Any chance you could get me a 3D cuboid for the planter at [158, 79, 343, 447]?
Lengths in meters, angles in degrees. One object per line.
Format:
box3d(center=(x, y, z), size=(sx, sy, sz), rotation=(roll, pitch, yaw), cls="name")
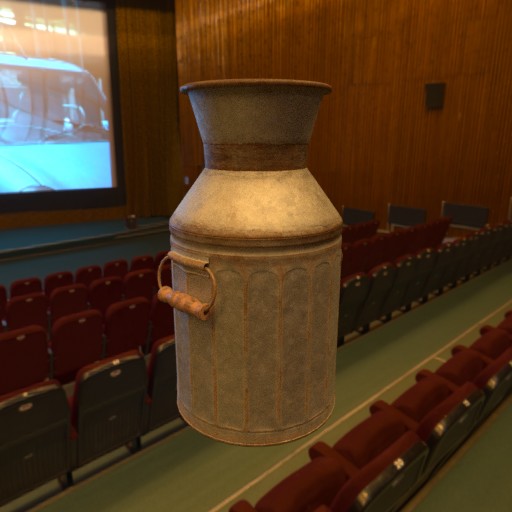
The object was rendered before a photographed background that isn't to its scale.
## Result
box3d(center=(0.000, 0.000, 0.554), size=(0.245, 0.396, 0.214), rotation=(-15, 21, -42), cls="planter")
